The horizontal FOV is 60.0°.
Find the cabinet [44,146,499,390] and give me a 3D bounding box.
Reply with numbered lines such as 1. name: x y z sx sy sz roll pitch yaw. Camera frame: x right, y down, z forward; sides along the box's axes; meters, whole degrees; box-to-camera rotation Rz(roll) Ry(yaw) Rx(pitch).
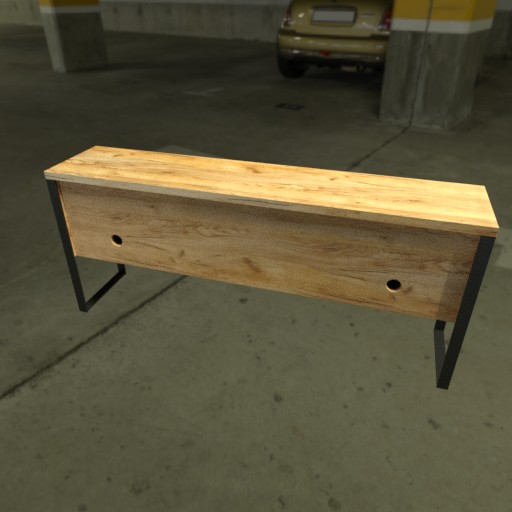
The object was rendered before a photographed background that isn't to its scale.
1. cabinet: 0.000 0.000 2.047 1.800 0.762 0.395 9 32 15
